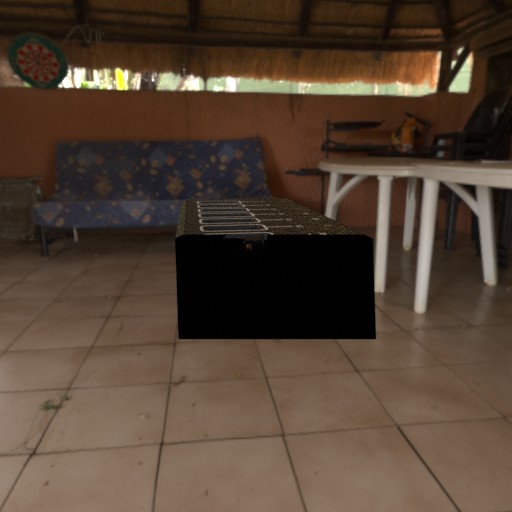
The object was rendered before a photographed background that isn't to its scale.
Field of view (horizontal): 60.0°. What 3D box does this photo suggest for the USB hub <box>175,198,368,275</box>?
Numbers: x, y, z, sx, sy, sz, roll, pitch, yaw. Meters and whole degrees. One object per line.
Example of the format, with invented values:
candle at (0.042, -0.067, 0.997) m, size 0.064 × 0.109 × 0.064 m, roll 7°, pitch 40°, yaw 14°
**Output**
USB hub at (0.000, 0.000, 0.130) m, size 0.044 × 0.023 × 0.110 m, roll -2°, pitch 13°, yaw -8°
